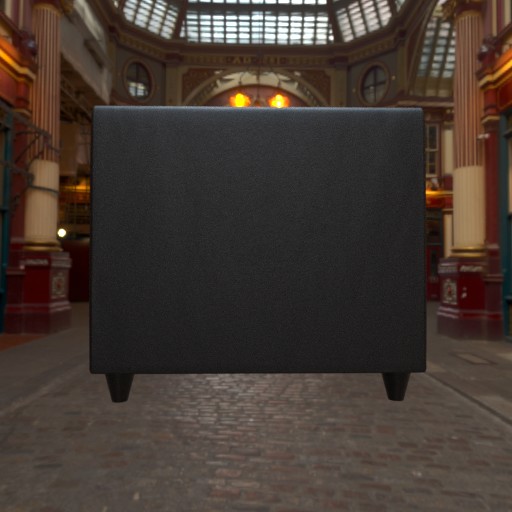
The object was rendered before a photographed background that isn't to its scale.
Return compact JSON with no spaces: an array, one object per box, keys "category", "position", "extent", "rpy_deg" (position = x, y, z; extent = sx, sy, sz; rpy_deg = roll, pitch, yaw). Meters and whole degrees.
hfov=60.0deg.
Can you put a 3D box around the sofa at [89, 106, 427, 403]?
[{"category":"sofa","position":[0.000,0.000,1.447],"extent":[0.809,0.724,0.839],"rpy_deg":[0,-2,-1]}]
